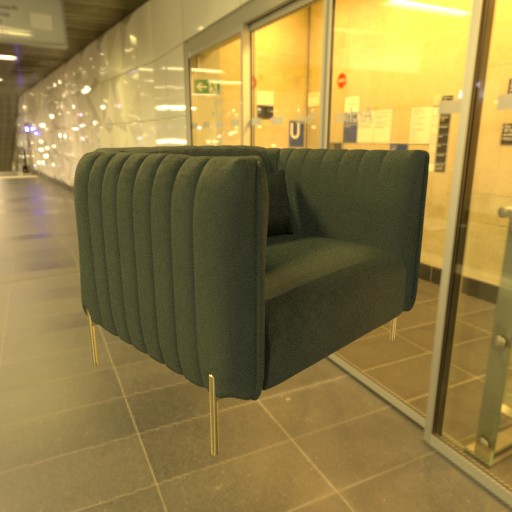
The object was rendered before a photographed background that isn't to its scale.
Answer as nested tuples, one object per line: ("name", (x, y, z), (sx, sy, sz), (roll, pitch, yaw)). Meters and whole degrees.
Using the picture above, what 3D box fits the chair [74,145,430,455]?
("chair", (0.000, 0.000, 1.649), (0.877, 0.794, 1.032), (14, 20, 42))
